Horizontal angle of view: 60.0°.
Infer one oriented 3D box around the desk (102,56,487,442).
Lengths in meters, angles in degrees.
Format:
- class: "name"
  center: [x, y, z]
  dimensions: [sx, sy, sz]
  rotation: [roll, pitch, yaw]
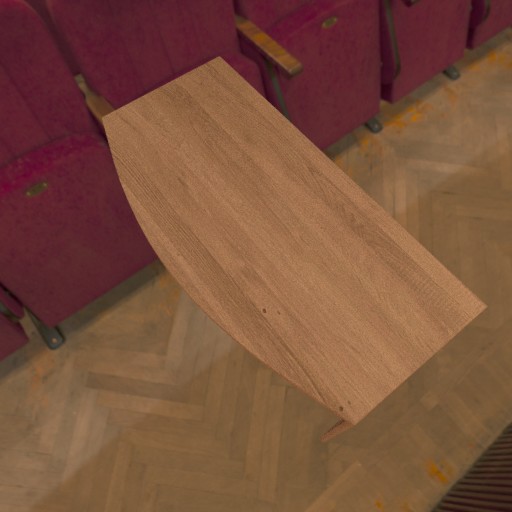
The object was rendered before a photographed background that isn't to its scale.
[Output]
- class: "desk"
  center: [0.000, 0.000, 2.054]
  dimensions: [0.802, 0.752, 1.600]
  rotation: [-35, 68, -16]
